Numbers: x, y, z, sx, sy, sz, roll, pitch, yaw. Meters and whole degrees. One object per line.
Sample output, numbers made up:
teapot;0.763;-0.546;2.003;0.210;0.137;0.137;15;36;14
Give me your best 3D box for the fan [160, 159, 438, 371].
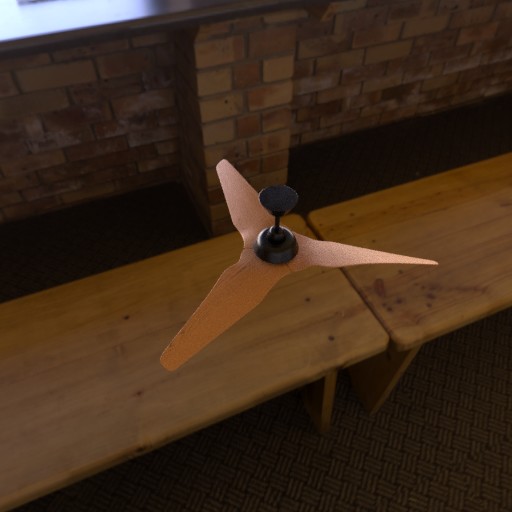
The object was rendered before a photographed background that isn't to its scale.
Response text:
fan;0.000;0.000;1.667;1.142;0.355;1.010;28;54;22
